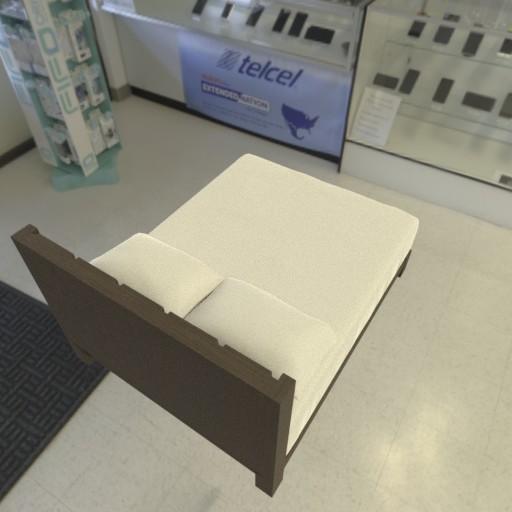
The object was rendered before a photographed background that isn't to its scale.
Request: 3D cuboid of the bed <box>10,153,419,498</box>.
[{"bbox_3d":[0.000,0.000,3.186,1.727,1.270,2.242,26,52,22],"label":"bed"}]
